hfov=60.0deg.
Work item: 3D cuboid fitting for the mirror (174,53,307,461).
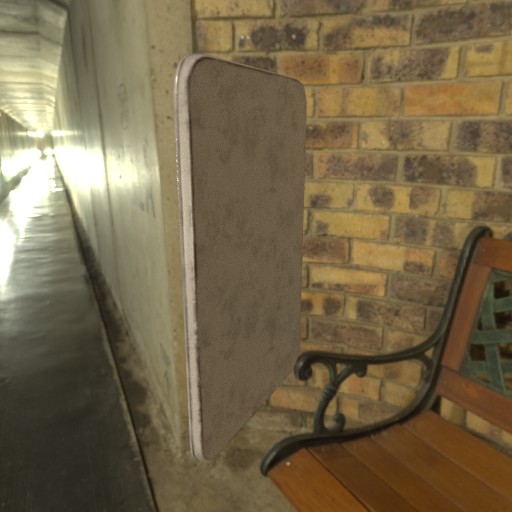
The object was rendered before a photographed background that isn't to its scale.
[{"bbox_3d":[0.000,0.000,0.899,0.024,0.713,0.461,8,17,27],"label":"mirror"}]
